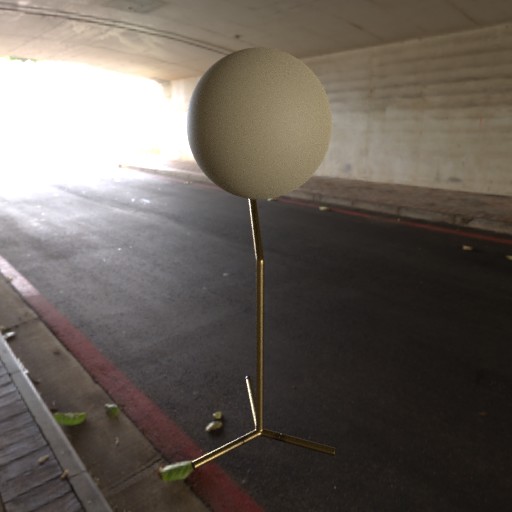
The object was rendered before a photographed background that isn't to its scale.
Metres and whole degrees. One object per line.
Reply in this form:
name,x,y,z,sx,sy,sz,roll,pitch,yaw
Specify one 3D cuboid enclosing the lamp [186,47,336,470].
lamp,0.000,0.000,0.655,0.210,0.552,0.251,-2,16,-7
